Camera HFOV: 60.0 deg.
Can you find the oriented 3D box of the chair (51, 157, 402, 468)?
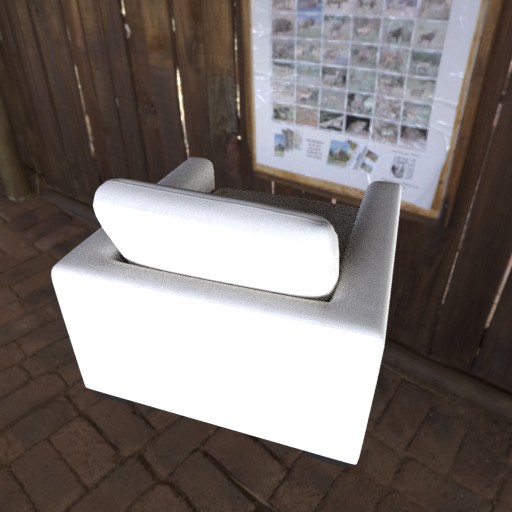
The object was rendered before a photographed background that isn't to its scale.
[{"bbox_3d":[0.000,0.000,1.829,1.070,0.876,1.100,10,35,15],"label":"chair"}]
